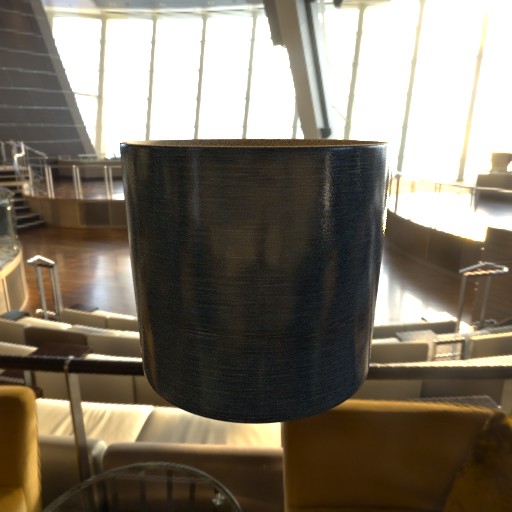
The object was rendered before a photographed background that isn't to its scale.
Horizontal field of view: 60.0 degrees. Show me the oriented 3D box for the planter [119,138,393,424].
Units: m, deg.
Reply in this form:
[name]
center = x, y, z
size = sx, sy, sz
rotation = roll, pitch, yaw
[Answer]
[planter]
center = 0.000, 0.000, 0.402
size = 0.221, 0.201, 0.221
rotation = 0, 16, 0
